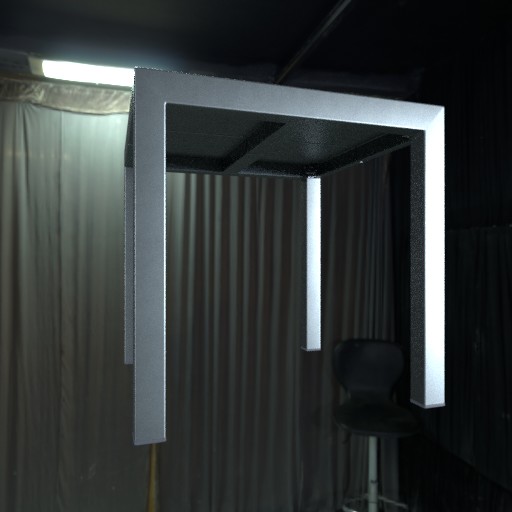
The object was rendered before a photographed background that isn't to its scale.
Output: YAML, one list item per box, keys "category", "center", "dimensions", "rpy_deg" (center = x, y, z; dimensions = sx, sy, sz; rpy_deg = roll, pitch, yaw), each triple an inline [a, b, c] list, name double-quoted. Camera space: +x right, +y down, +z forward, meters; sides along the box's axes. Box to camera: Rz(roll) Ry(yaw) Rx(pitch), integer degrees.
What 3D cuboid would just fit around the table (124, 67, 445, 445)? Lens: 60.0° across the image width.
- category: "table"
  center: [0.000, 0.000, 0.911]
  dimensions: [0.508, 0.508, 0.508]
  rpy_deg: [0, 0, -18]
